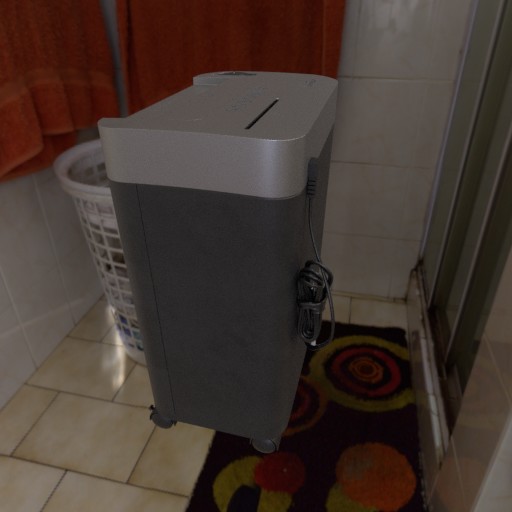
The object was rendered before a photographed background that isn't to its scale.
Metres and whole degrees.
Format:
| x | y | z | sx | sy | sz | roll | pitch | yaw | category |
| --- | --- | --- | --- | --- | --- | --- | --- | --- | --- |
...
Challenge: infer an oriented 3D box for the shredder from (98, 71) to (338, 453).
| x | y | z | sx | sy | sz | roll | pitch | yaw | category |
| --- | --- | --- | --- | --- | --- | --- | --- | --- | --- |
| 0.000 | 0.000 | 0.596 | 0.237 | 0.419 | 0.311 | 8 | 32 | 13 | shredder |
